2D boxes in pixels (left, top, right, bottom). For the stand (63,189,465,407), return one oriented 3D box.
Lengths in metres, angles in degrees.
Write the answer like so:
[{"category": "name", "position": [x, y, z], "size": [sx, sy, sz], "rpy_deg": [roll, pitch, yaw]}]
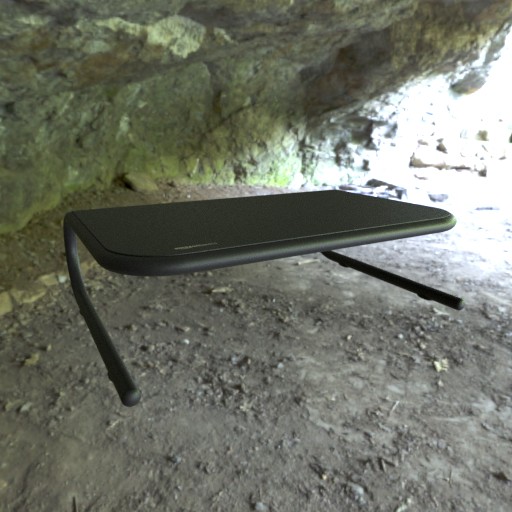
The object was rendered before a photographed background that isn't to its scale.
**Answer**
[{"category": "stand", "position": [0.000, 0.000, 0.500], "size": [0.370, 0.108, 0.280], "rpy_deg": [-9, 18, -28]}]
